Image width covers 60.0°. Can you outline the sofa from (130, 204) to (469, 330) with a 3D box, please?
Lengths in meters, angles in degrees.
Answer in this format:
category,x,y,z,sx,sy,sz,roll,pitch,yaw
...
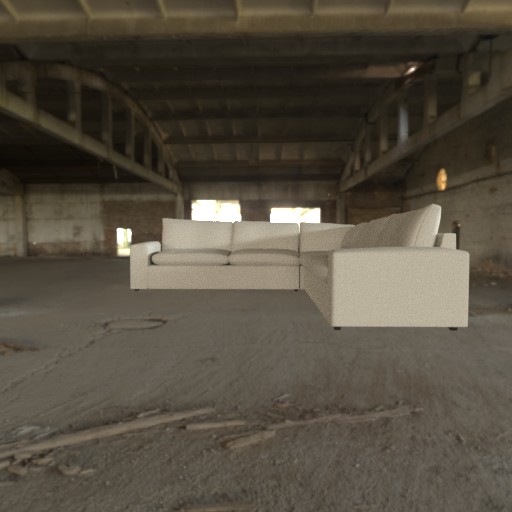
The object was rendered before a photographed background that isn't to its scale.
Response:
category,x,y,z,sx,sy,sz,roll,pitch,yaw
sofa,0.000,0.000,4.739,3.066,0.918,3.206,0,3,1
